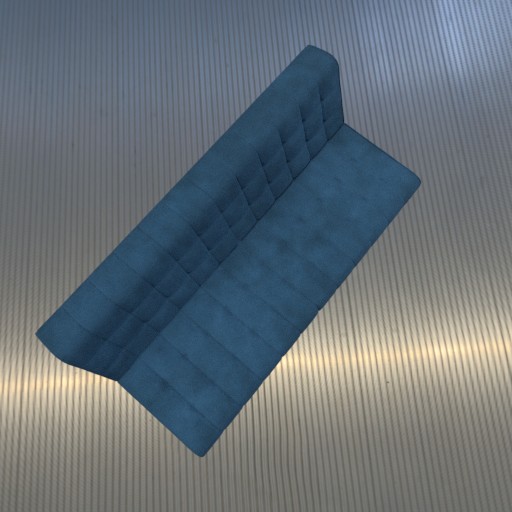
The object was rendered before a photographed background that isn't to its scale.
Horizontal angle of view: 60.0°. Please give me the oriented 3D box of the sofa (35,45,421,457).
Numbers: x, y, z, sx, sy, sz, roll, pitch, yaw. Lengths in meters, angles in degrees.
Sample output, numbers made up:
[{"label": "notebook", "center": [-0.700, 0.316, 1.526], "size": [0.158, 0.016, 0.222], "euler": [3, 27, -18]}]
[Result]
[{"label": "sofa", "center": [0.000, 0.000, 2.263], "size": [0.855, 0.813, 1.804], "euler": [39, 79, 9]}]
